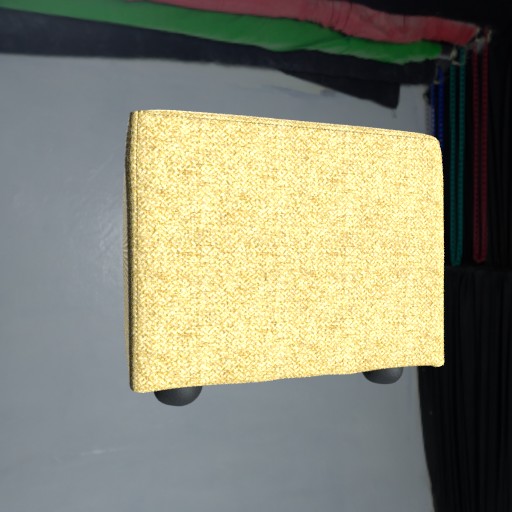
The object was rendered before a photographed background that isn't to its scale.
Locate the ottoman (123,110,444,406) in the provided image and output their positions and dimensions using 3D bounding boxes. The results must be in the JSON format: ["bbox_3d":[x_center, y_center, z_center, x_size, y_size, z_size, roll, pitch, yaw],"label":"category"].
[{"bbox_3d":[0.000,0.000,0.891,0.512,0.441,0.505,0,1,-17],"label":"ottoman"}]
